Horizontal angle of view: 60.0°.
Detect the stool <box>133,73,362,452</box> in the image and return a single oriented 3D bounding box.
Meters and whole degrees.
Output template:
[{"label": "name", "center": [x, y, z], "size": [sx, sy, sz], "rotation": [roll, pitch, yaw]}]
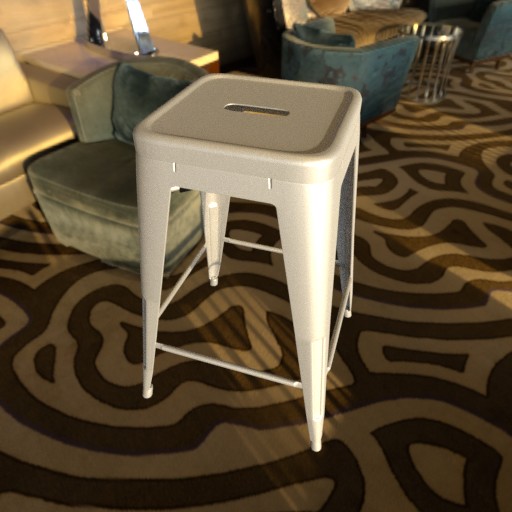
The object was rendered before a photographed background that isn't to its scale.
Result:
[{"label": "stool", "center": [0.000, 0.000, 0.896], "size": [0.406, 0.610, 0.406], "rotation": [12, 41, 14]}]
